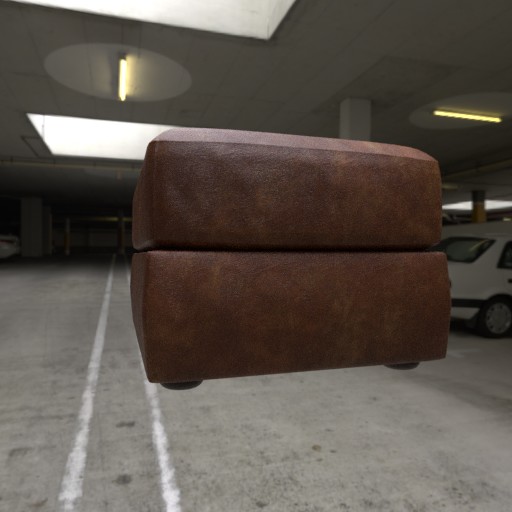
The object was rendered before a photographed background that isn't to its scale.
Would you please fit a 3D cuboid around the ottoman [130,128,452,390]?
[{"bbox_3d":[0.000,0.000,1.135,0.603,0.476,0.751,0,0,-17],"label":"ottoman"}]
